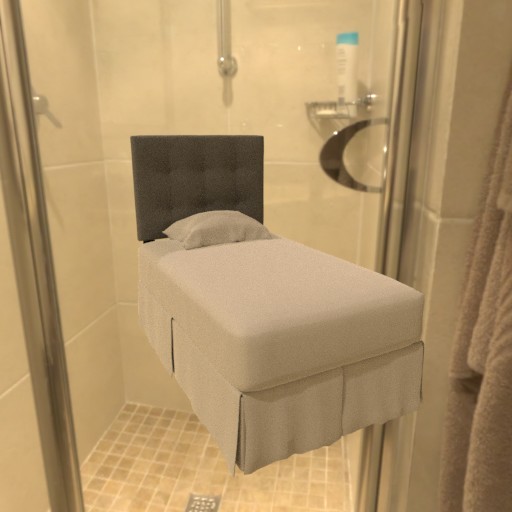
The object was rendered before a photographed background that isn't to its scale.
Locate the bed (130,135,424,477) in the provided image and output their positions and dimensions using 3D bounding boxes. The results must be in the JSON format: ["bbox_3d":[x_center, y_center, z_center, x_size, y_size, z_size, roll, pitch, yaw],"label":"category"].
[{"bbox_3d":[0.000,0.000,2.992,1.261,1.571,1.997,-8,17,-27],"label":"bed"}]
